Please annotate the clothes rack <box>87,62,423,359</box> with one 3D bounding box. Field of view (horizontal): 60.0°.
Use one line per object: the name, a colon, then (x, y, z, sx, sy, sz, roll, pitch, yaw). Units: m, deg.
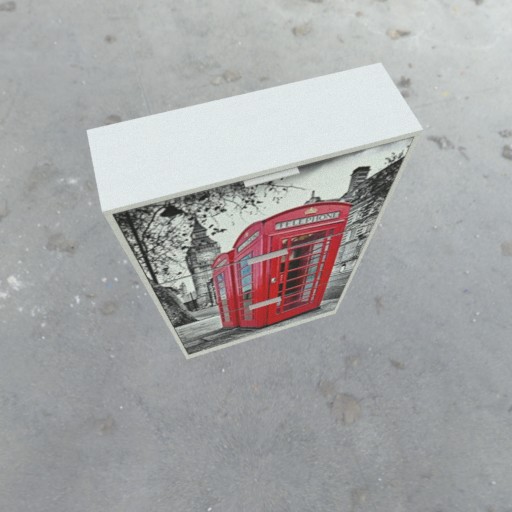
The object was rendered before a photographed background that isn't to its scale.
clothes rack: (0.000, 0.000, 1.602, 0.750, 1.280, 0.250, -16, 64, -8)
